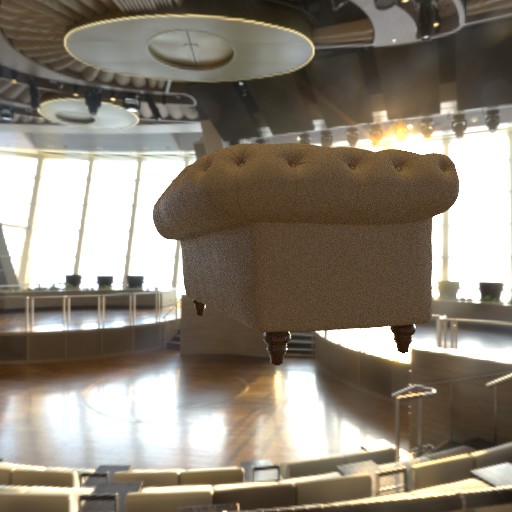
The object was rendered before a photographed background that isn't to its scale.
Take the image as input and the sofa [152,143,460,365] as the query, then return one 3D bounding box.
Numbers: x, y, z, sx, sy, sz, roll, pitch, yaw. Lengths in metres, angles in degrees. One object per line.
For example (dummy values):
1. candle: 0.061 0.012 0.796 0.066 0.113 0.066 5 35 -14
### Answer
1. sofa: 0.000 0.000 2.469 1.069 0.835 1.988 0 0 -18
